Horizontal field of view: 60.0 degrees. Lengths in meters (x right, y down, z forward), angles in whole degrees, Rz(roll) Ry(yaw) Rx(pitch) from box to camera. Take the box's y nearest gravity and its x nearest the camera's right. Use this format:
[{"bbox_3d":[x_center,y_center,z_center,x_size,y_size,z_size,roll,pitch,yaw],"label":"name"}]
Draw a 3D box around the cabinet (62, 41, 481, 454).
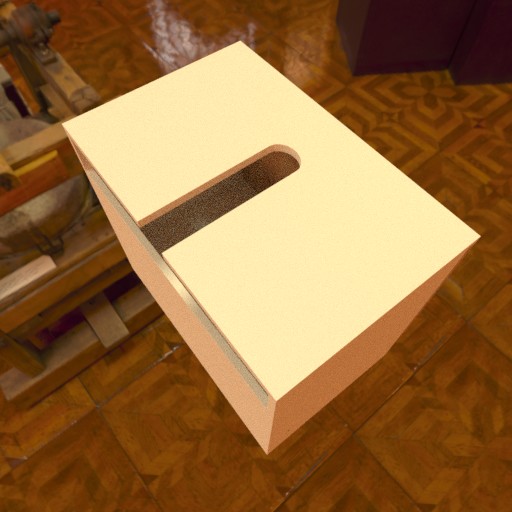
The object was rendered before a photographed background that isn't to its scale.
[{"bbox_3d":[0.000,0.000,0.944,0.400,0.522,0.600,-34,65,-18],"label":"cabinet"}]
